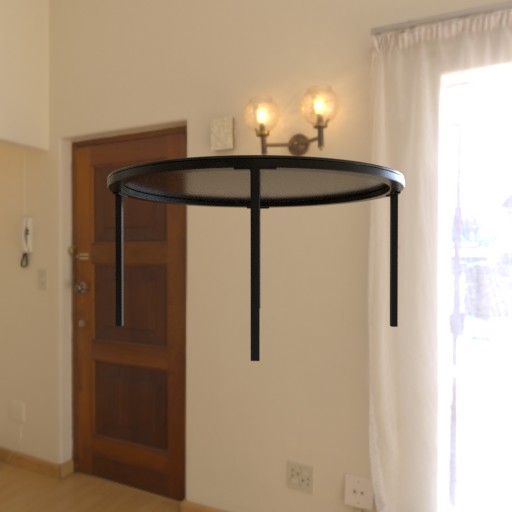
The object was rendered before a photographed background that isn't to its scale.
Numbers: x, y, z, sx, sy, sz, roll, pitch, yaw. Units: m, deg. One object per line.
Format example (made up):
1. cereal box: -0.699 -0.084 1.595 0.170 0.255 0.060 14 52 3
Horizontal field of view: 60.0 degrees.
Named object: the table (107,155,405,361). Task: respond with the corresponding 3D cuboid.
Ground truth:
1. table: 0.000 0.000 1.258 0.800 0.400 0.800 0 1 0
